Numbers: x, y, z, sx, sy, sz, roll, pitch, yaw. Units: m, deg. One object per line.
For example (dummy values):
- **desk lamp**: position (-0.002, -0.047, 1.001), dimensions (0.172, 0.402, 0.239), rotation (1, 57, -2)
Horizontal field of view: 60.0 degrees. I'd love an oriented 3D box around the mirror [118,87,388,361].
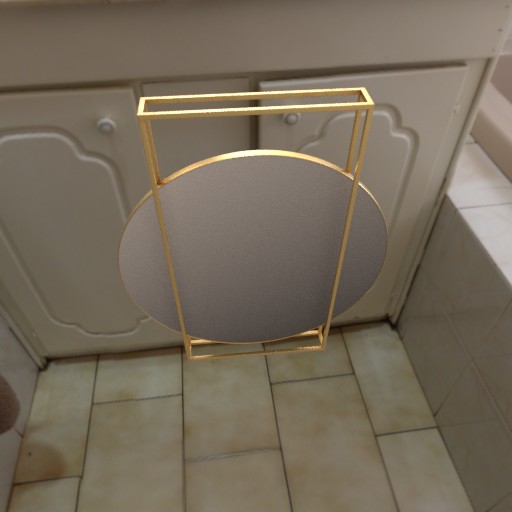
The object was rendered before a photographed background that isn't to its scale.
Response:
- **mirror**: position (0.000, 0.000, 0.817), dimensions (0.508, 0.603, 0.051), rotation (-4, 46, -4)
